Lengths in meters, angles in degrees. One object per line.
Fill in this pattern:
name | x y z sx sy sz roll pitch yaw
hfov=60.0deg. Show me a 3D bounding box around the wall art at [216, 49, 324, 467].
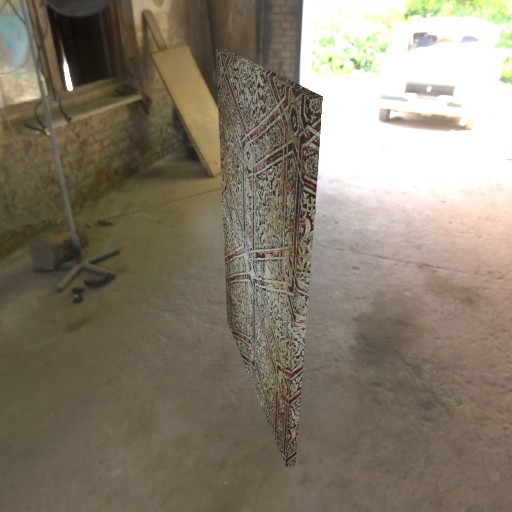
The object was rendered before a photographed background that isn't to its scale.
wall art | 0.000 0.000 1.138 0.030 0.904 0.599 -9 33 -15
